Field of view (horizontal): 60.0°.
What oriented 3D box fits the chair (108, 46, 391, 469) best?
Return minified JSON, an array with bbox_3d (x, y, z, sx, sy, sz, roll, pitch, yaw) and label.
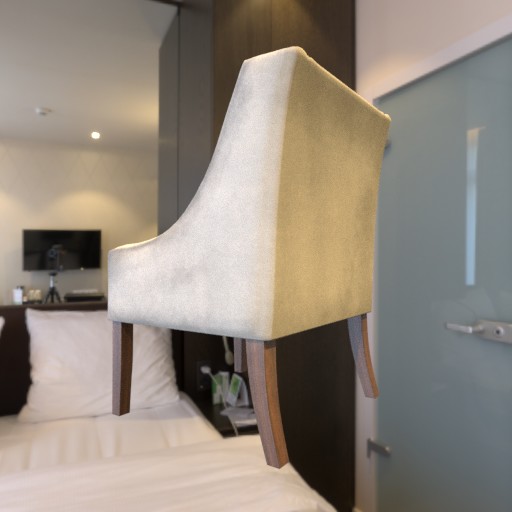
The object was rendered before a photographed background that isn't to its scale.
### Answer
[{"bbox_3d":[0.000,0.000,1.335,0.629,0.895,0.629,0,0,35],"label":"chair"}]
